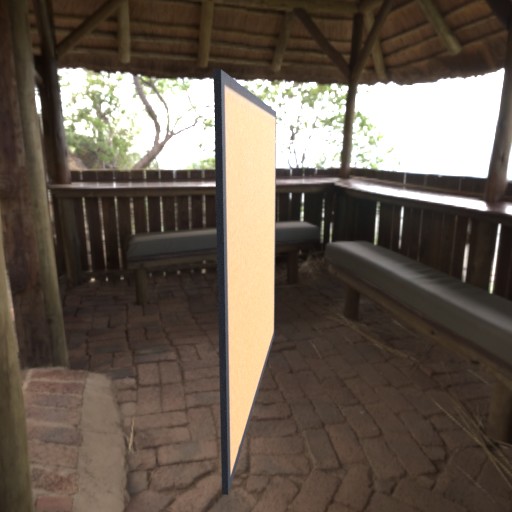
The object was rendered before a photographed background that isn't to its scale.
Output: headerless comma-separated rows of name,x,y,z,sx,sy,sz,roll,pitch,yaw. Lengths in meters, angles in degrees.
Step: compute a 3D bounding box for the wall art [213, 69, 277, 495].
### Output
wall art,0.000,0.000,1.220,0.013,0.823,0.823,2,14,9
